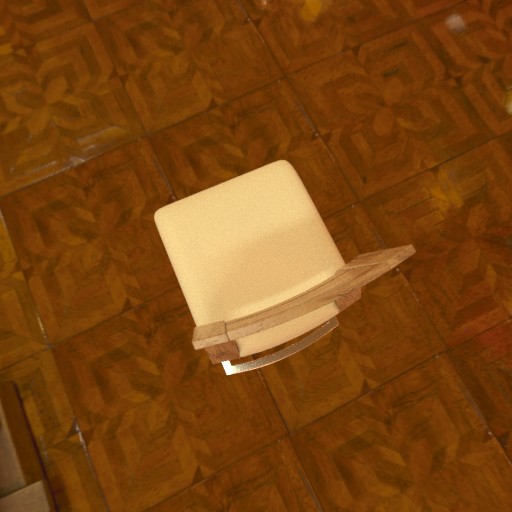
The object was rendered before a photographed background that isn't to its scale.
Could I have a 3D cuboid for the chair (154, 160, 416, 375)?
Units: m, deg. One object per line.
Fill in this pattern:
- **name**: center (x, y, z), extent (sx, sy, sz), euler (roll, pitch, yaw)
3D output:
- **chair**: center (0.000, 0.000, 1.248), extent (0.457, 0.955, 0.561), euler (-23, 76, -6)
